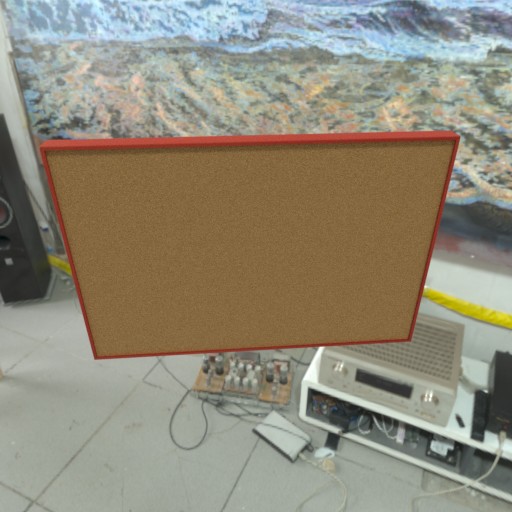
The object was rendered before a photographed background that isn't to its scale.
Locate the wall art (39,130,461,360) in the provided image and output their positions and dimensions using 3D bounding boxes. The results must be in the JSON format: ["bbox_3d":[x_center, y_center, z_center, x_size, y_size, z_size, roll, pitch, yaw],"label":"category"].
[{"bbox_3d":[0.000,0.000,0.755,0.607,0.405,0.033,-2,32,-4],"label":"wall art"}]
